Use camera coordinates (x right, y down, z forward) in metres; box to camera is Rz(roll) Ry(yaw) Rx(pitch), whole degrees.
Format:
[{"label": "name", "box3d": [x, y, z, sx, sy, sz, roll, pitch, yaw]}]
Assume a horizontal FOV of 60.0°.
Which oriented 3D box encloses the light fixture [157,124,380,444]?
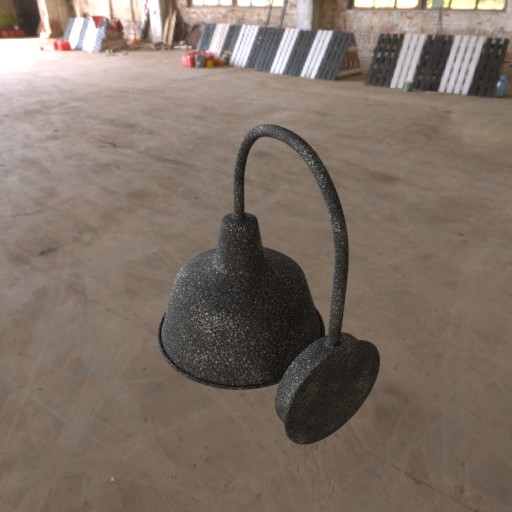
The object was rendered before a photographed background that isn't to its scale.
[{"label": "light fixture", "box3d": [0.000, 0.000, 0.491, 0.216, 0.300, 0.283, -19, 35, -29]}]
